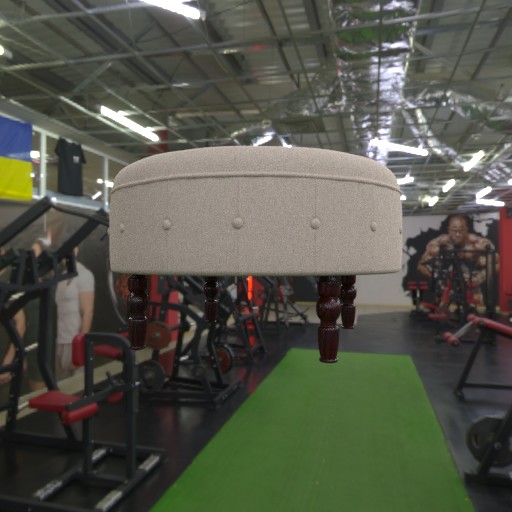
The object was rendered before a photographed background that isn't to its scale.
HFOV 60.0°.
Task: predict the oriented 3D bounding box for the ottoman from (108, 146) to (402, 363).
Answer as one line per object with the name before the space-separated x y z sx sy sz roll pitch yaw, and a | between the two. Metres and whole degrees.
ottoman | 0.000 0.000 1.351 0.848 0.494 0.848 0 0 0
